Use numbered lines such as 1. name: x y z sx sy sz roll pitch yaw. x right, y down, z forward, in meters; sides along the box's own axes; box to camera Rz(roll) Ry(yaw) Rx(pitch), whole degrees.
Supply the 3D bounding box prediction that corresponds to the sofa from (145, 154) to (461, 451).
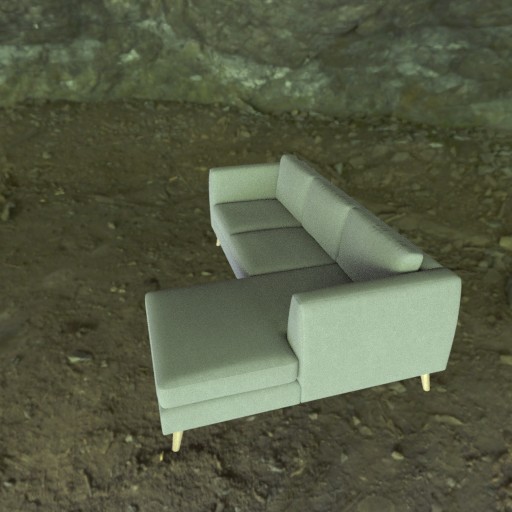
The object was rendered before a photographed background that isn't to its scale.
1. sofa: 0.000 0.000 3.125 1.580 0.860 2.300 -8 29 -14
